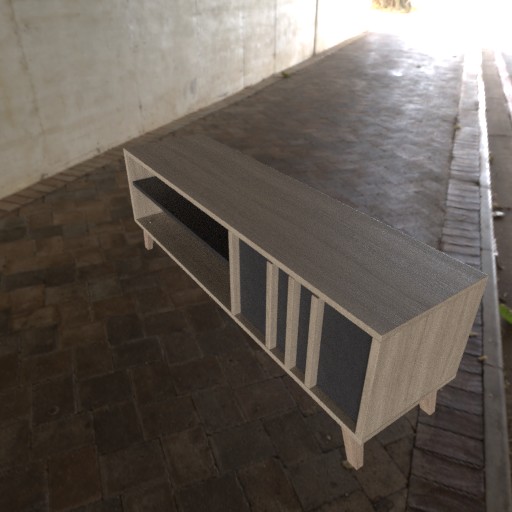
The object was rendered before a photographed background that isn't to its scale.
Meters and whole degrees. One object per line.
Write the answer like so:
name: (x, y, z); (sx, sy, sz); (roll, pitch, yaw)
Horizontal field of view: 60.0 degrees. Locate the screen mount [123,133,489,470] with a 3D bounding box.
screen mount: (0.000, 0.000, 1.680); (0.401, 0.509, 1.500); (-20, 37, -29)
